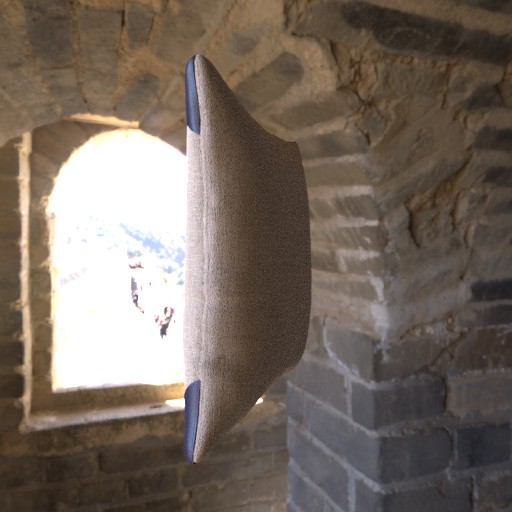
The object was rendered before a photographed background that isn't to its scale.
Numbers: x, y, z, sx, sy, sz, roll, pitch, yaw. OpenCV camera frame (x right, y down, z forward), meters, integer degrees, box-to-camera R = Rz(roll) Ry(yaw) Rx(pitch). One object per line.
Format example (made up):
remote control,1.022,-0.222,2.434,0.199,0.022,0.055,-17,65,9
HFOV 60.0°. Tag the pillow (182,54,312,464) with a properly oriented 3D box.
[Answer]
pillow,0.000,0.000,0.676,0.147,0.441,0.440,0,1,18
